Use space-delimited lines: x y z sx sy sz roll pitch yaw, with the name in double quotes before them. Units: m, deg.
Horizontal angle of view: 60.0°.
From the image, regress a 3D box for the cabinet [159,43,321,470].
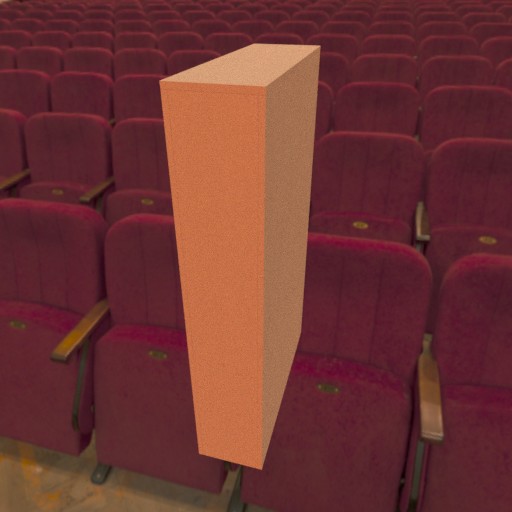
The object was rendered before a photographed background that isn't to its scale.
"cabinet" 0.000 0.000 1.564 0.250 1.280 0.750 8 32 13
